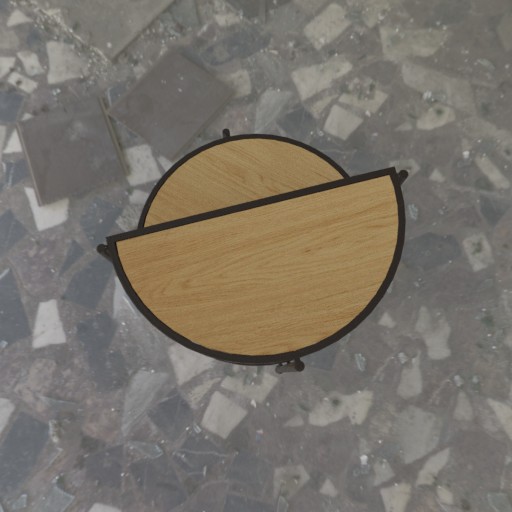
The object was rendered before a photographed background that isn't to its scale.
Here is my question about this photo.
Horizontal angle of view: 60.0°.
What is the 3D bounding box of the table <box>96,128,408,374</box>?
[{"bbox_3d":[0.000,0.000,1.179,0.629,0.684,0.628,-14,76,-4],"label":"table"}]
